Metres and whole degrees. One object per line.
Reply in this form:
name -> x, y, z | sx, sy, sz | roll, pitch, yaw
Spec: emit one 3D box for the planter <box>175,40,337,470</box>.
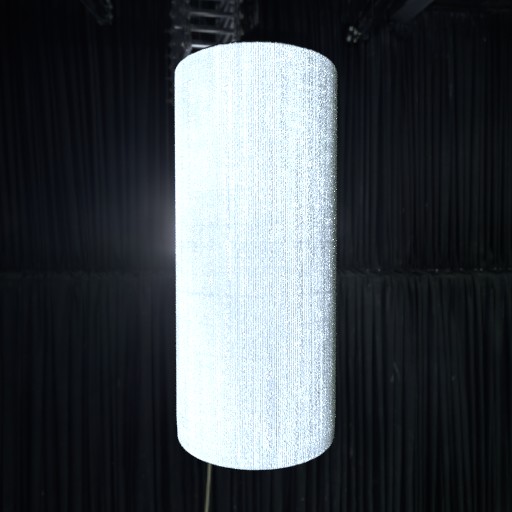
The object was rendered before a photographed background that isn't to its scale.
planter -> 0.000, 0.000, 0.127 | 0.045, 0.103, 0.045 | -1, 2, -17
